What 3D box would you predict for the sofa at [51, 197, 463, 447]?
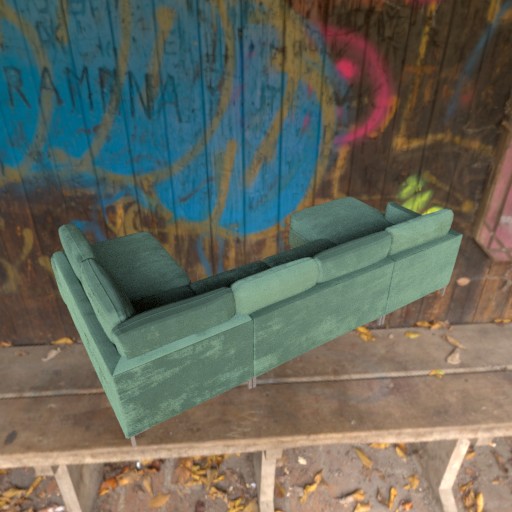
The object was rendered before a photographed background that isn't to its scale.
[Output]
[{"bbox_3d":[0.000,0.000,4.322,3.434,0.992,2.055,-18,36,-27],"label":"sofa"}]
